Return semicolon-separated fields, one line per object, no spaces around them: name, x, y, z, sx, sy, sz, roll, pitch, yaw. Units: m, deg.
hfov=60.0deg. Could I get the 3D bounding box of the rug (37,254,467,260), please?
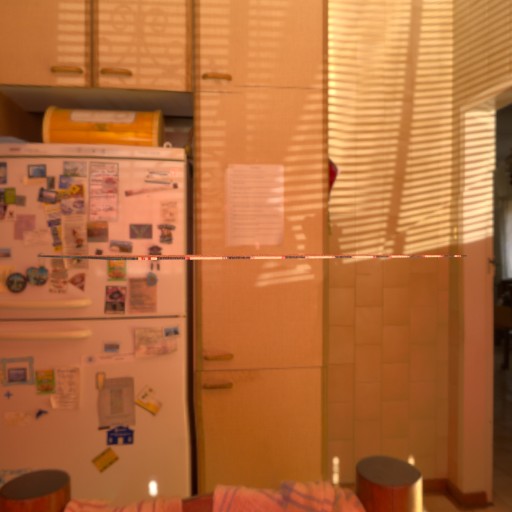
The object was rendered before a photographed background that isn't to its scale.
rug;0.000;0.000;2.256;1.825;0.009;1.221;0;1;-36
